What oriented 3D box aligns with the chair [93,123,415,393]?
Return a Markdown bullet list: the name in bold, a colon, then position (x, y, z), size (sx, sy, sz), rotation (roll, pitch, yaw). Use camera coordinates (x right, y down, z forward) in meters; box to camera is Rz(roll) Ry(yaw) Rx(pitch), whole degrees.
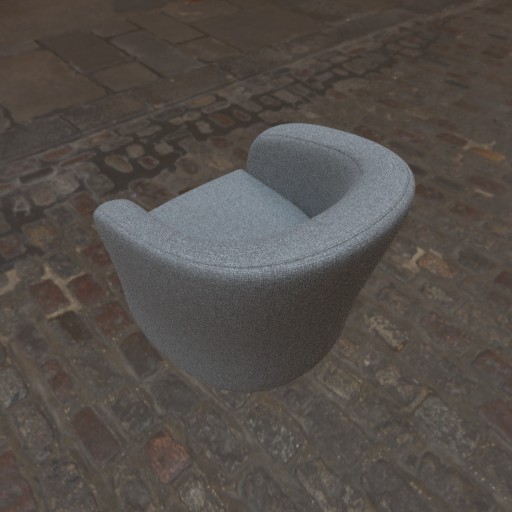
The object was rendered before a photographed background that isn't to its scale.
- **chair**: position (0.000, 0.000, 1.448), size (0.791, 0.771, 0.815), rotation (-32, 53, -28)
